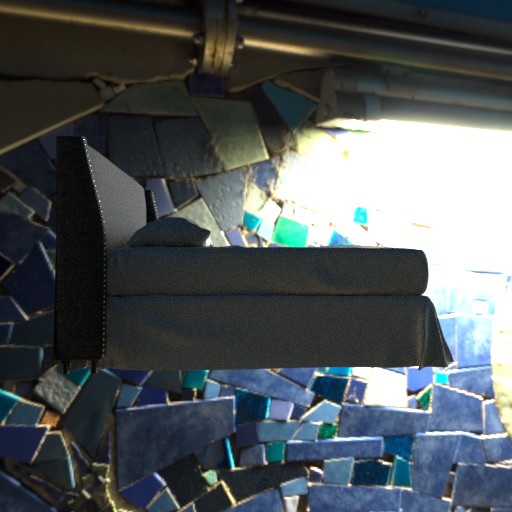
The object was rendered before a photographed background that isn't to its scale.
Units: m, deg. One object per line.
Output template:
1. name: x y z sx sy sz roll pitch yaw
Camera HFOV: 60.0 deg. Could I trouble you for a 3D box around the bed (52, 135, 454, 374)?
1. bed: 0.000 0.000 3.385 2.276 1.332 1.925 0 -1 -2
